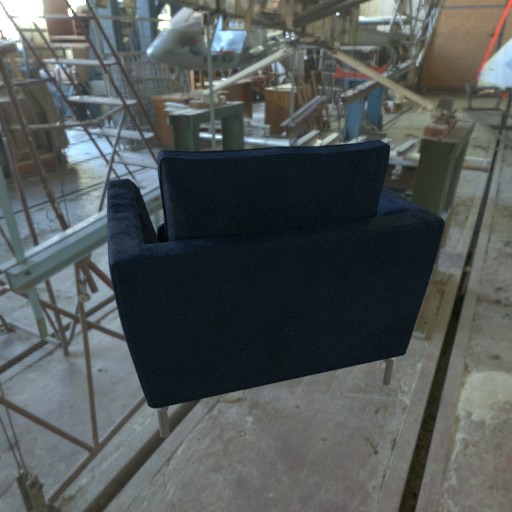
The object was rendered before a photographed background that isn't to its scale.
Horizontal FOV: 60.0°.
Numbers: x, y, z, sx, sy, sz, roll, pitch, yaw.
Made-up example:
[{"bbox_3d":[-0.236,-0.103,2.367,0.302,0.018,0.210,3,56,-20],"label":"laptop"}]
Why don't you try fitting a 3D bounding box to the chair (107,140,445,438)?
[{"bbox_3d":[0.000,0.000,1.606,0.977,0.893,0.746,-8,27,-15],"label":"chair"}]
